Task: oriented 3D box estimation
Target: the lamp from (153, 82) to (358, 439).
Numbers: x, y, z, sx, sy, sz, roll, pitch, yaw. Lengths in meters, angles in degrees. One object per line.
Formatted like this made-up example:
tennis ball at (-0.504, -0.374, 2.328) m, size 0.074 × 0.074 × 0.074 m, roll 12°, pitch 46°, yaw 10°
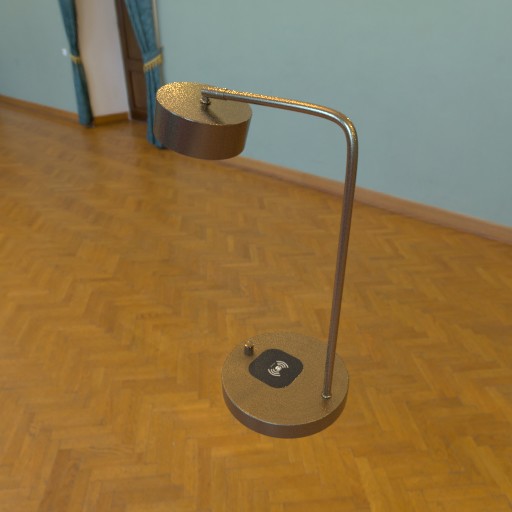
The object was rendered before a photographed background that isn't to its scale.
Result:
lamp at (0.000, 0.000, 0.543) m, size 0.270 × 0.380 × 0.171 m, roll 21°, pitch 36°, yaw 32°
